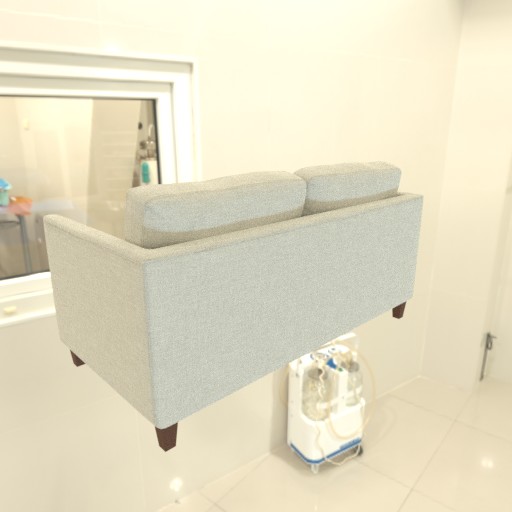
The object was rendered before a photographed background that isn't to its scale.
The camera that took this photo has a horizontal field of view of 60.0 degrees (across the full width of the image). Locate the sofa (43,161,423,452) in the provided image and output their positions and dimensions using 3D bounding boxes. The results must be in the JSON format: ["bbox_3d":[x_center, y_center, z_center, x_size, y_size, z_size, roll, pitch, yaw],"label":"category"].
[{"bbox_3d":[0.000,0.000,2.372,1.838,0.963,0.950,-15,23,-41],"label":"sofa"}]
